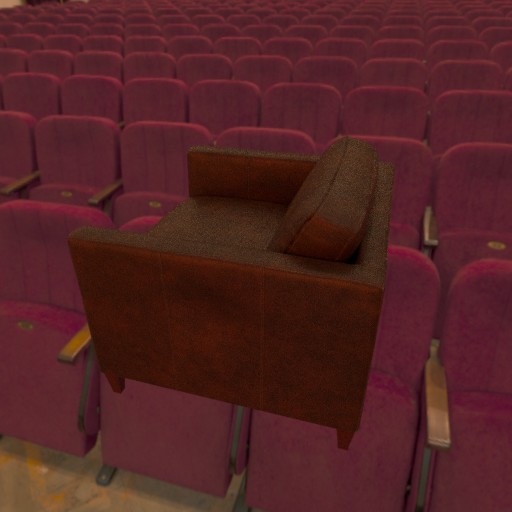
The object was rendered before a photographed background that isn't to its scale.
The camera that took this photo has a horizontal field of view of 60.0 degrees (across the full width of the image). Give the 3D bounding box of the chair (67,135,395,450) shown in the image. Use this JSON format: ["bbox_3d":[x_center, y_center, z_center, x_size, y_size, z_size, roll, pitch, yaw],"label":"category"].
[{"bbox_3d":[0.000,0.000,1.779,0.975,0.864,0.990,9,32,14],"label":"chair"}]
